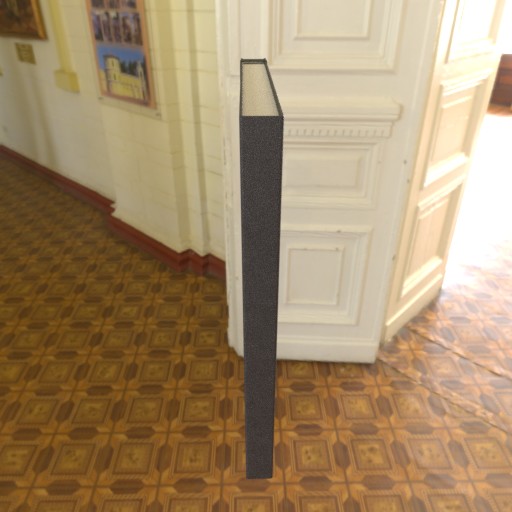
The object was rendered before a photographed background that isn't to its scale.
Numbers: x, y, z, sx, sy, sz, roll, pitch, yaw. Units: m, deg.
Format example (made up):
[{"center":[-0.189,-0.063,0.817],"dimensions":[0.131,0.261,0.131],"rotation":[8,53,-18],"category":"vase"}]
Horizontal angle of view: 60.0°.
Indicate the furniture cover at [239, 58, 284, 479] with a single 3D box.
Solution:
[{"center":[0.000,0.000,0.369],"dimensions":[0.023,0.281,0.216],"rotation":[-1,31,-1],"category":"furniture cover"}]
